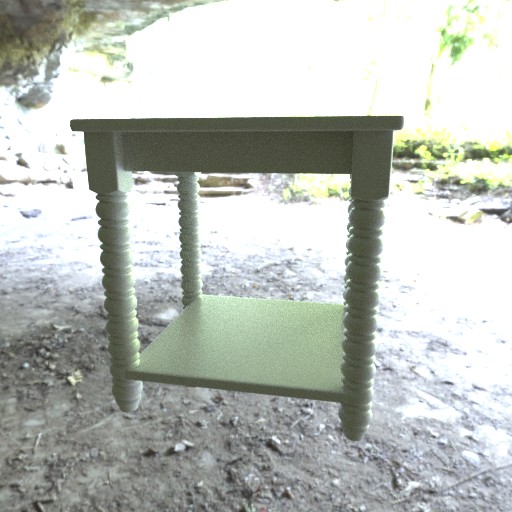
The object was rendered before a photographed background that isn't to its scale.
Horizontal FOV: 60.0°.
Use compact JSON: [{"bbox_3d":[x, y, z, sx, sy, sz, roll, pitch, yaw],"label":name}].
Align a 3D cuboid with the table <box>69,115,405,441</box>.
[{"bbox_3d":[0.000,0.000,0.981,0.533,0.563,0.500,3,15,11],"label":"table"}]
